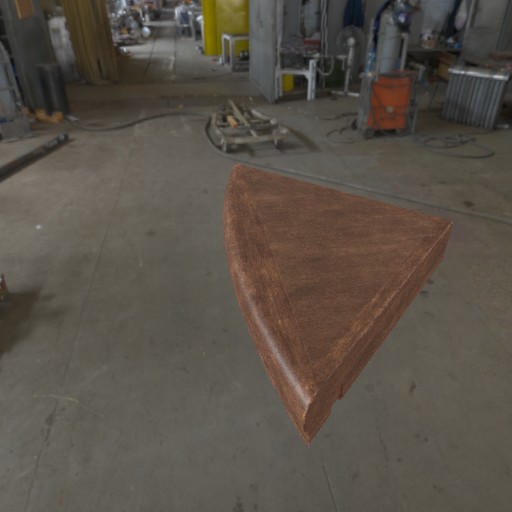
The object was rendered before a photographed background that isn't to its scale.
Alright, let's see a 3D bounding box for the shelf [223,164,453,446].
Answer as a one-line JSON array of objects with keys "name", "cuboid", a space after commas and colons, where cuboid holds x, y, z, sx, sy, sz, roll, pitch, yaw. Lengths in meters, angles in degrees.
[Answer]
[{"name": "shelf", "cuboid": [0.000, 0.000, 0.471, 0.310, 0.050, 0.310, 21, 38, 30]}]
